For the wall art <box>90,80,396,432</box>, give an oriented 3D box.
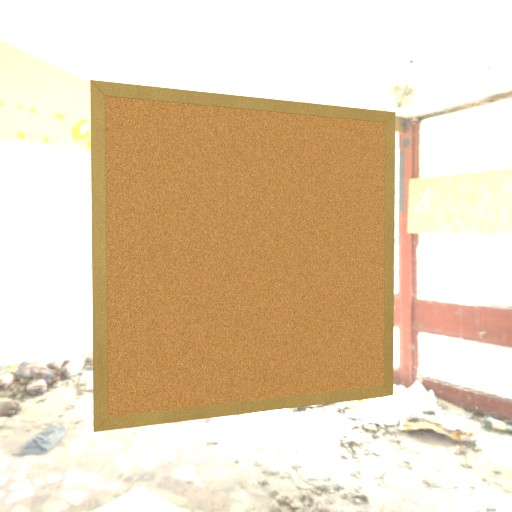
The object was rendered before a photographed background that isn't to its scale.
[{"bbox_3d":[0.000,0.000,0.733,0.508,0.508,0.038,0,2,-18],"label":"wall art"}]
